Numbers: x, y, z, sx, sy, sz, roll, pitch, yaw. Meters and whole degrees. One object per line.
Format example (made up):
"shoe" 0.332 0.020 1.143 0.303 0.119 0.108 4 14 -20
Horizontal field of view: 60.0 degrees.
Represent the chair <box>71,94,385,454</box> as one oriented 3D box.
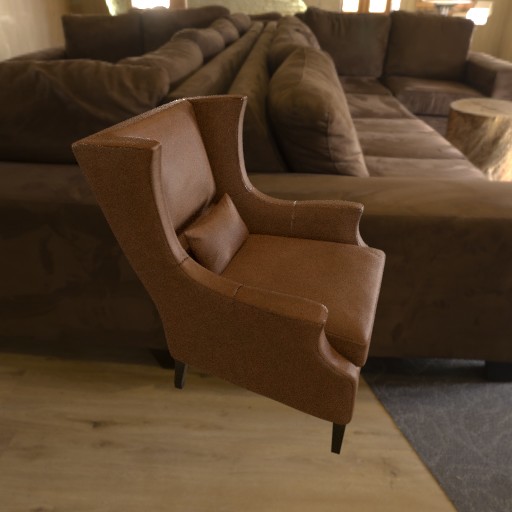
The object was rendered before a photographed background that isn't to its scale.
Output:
"chair" 0.000 0.000 1.673 0.925 1.016 0.852 10 32 16
